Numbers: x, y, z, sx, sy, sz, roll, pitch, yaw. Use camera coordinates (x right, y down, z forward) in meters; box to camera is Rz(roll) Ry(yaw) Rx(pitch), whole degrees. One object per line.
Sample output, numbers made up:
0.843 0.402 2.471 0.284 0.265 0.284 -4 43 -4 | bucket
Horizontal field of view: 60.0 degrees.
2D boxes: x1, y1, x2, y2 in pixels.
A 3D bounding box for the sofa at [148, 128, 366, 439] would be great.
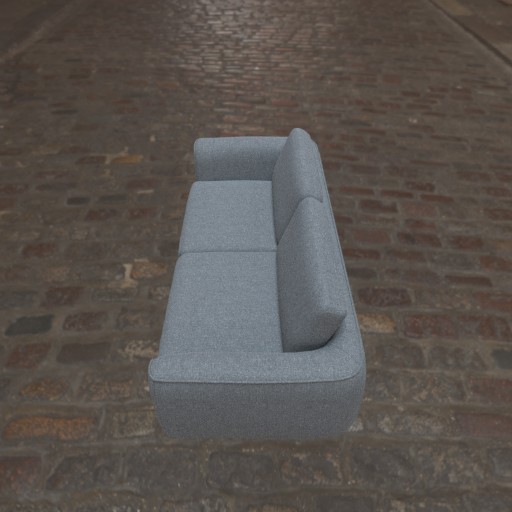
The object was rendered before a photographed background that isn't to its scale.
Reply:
0.000 0.000 2.519 0.920 0.870 2.000 0 42 0 | sofa
